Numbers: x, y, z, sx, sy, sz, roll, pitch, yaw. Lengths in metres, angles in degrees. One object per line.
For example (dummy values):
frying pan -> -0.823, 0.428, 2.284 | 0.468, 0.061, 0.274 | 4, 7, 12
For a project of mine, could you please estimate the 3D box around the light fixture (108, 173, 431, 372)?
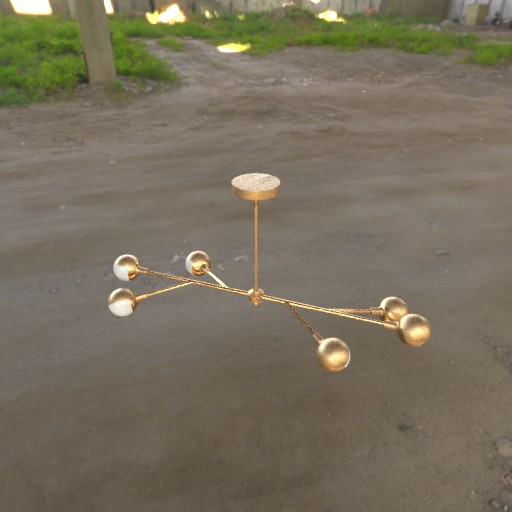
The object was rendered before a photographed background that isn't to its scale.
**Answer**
light fixture -> 0.000, 0.000, 1.021 | 0.778, 0.362, 0.434 | 21, 37, 30
